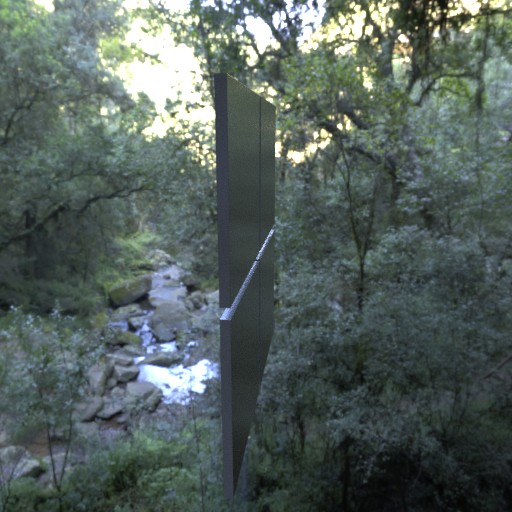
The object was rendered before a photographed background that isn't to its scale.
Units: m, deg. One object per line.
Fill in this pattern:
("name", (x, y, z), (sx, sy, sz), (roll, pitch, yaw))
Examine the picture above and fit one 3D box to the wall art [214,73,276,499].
("wall art", (0.000, 0.000, 1.640), (0.029, 1.118, 1.118), (2, 15, 8))
